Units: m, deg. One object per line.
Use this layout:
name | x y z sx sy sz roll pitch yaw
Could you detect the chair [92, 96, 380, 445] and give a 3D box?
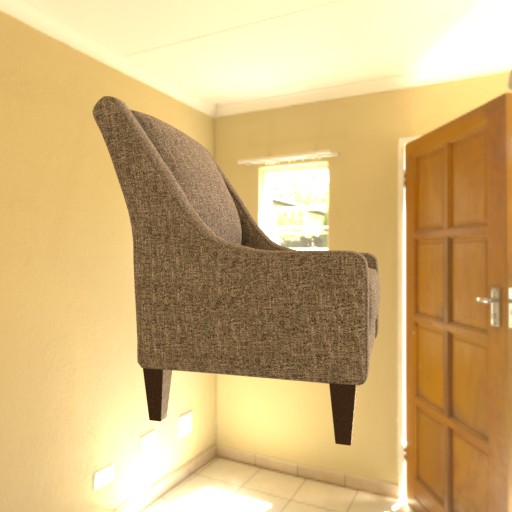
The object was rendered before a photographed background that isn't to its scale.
chair | 0.000 0.000 1.630 0.870 1.014 0.774 0 0 18
